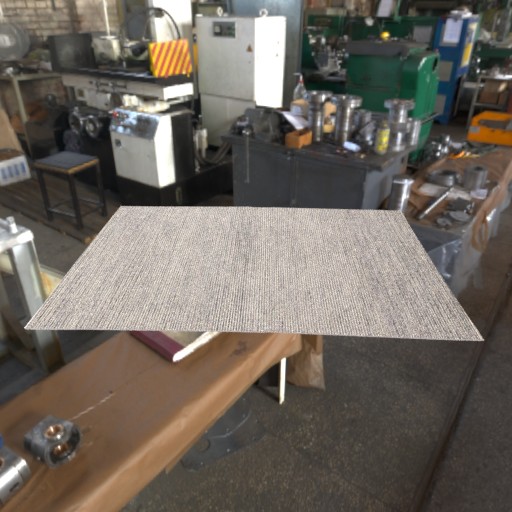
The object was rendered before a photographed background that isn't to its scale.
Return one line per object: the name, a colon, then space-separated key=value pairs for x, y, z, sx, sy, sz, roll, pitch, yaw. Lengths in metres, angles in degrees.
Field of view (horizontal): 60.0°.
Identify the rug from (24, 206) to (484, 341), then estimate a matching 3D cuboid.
rug: x=0.000 y=0.000 z=2.912 sx=2.307 sy=0.030 sz=1.604 roll=1 pitch=29 yaw=2
